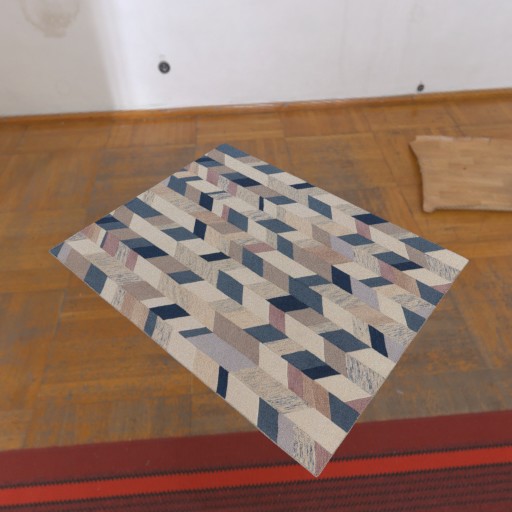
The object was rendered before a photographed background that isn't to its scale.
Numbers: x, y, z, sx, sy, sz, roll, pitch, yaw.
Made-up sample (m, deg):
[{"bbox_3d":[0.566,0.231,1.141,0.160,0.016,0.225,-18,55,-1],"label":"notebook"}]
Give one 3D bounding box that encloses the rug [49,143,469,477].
[{"bbox_3d":[0.000,0.000,4.113,3.072,0.011,2.451,31,54,26],"label":"rug"}]
